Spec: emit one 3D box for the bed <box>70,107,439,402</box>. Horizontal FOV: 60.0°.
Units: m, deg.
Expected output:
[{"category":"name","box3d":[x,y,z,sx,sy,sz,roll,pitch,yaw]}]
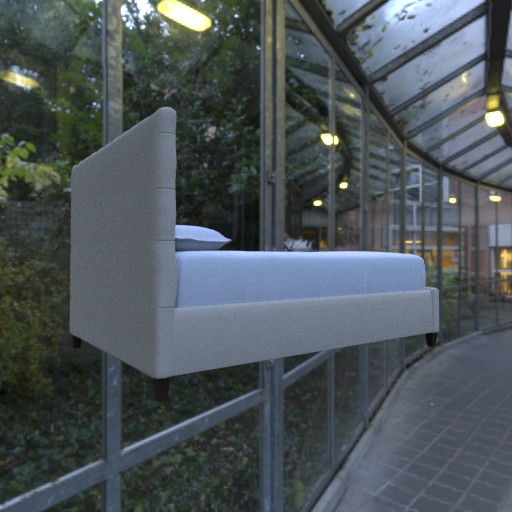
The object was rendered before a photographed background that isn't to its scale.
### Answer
[{"category":"bed","box3d":[0.000,0.000,3.479,2.387,1.427,1.698,0,-1,-36]}]
